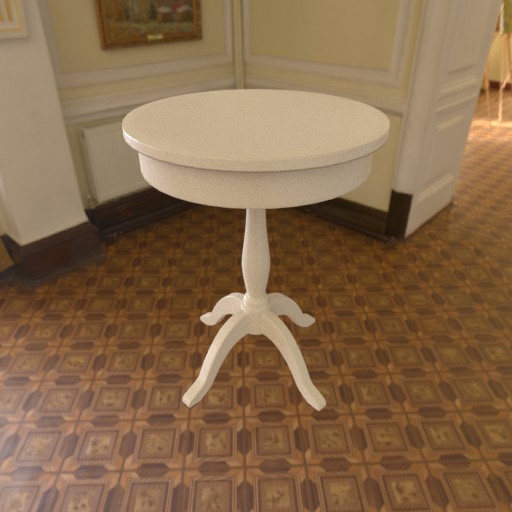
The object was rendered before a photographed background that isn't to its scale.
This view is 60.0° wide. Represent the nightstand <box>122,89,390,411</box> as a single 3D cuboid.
[{"bbox_3d":[0.000,0.000,1.045,0.513,0.653,0.513,-20,37,-29],"label":"nightstand"}]
